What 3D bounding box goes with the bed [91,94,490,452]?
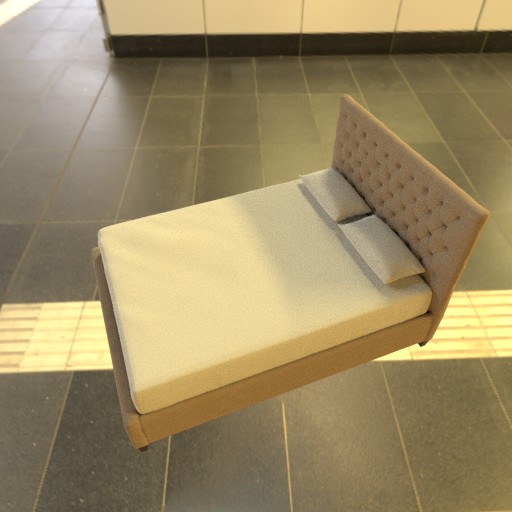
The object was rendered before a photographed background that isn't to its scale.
[{"bbox_3d":[0.000,0.000,3.355,2.387,1.427,1.698,-16,47,-15],"label":"bed"}]
